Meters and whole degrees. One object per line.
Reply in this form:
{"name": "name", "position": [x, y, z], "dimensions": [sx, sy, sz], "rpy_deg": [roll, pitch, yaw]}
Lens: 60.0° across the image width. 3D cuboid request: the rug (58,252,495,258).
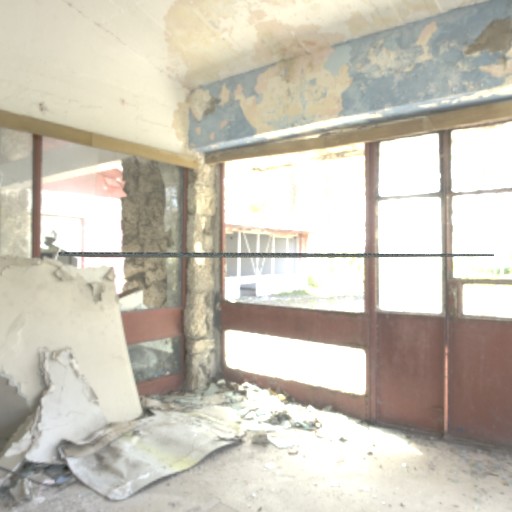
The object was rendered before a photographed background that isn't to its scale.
{"name": "rug", "position": [0.000, 0.000, 4.080], "dimensions": [3.042, 0.021, 2.456], "rpy_deg": [0, 0, -17]}
